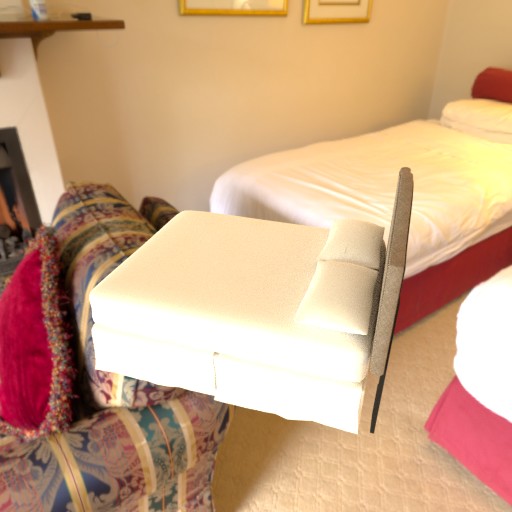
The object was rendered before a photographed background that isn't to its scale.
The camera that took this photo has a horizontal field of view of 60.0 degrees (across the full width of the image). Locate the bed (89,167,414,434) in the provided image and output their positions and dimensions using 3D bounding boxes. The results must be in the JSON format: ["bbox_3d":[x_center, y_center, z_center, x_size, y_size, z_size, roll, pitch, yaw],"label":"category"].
[{"bbox_3d":[0.000,0.000,3.498,2.153,1.518,1.713,9,31,16],"label":"bed"}]
